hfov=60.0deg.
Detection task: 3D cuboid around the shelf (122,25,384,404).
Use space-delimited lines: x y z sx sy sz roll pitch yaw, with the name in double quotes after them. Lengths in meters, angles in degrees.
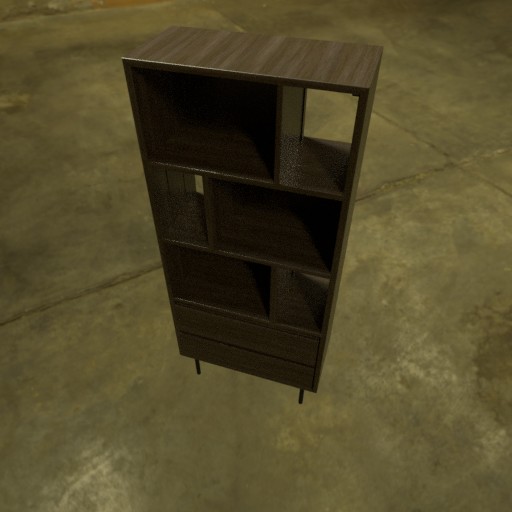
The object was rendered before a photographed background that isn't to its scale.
0.000 0.000 1.760 0.670 1.545 0.323 12 44 13 "shelf"
